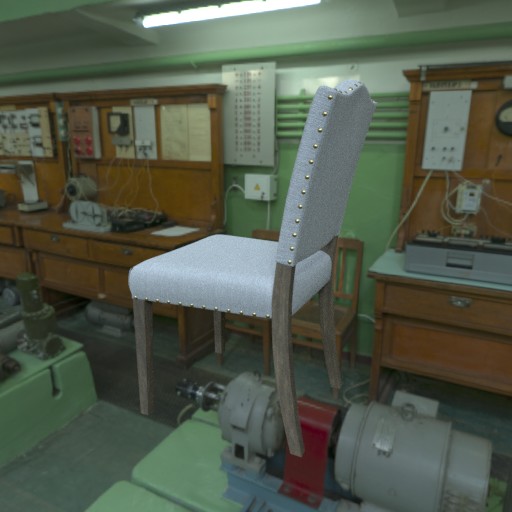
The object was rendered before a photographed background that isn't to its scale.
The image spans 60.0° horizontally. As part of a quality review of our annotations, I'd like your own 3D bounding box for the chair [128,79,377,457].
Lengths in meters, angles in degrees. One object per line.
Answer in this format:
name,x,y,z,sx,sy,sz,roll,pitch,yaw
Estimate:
chair,0.000,0.000,1.404,0.620,1.020,0.508,8,17,25
